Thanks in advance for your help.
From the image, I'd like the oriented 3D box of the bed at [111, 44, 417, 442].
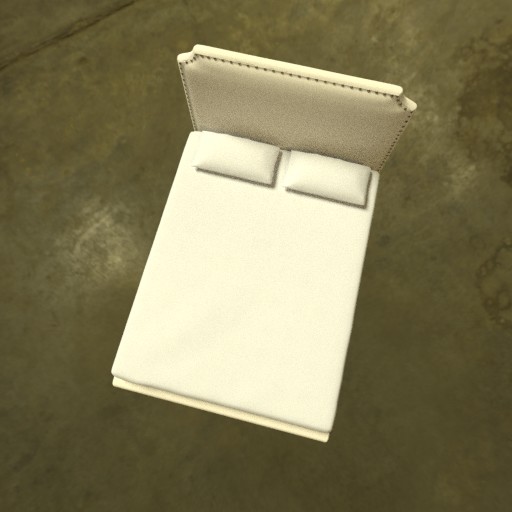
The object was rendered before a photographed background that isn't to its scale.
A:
[{"bbox_3d":[0.000,0.000,3.365,1.712,1.497,2.372,13,74,4],"label":"bed"}]
